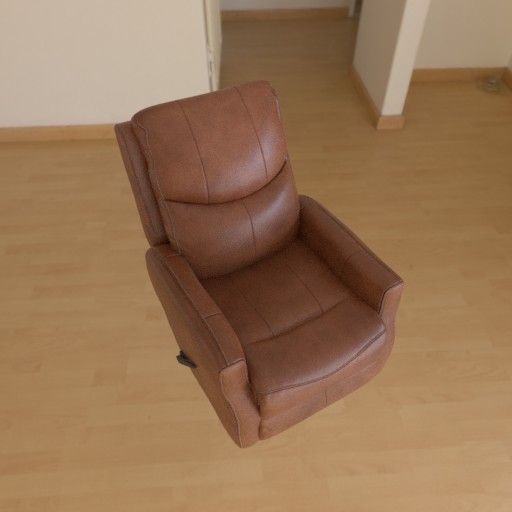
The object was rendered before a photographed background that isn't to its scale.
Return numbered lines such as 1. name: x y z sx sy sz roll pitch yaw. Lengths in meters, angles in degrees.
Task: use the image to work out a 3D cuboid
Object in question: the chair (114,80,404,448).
1. chair: 0.000 0.000 1.764 0.821 1.016 1.072 -22 50 -20
